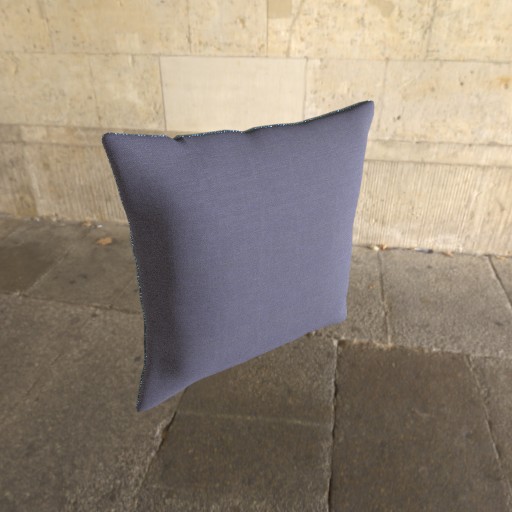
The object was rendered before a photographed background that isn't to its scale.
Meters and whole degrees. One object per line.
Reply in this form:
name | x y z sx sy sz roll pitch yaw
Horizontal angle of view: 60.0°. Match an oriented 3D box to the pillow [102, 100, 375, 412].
pillow | 0.000 0.000 0.680 0.436 0.430 0.138 -18 34 -29
